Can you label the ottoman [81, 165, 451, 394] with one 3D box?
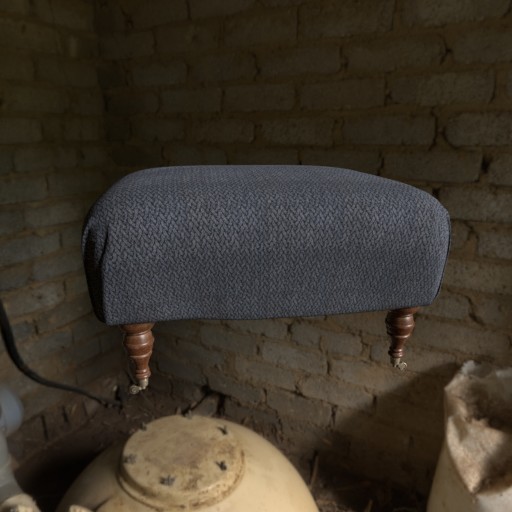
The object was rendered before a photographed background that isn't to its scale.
[{"bbox_3d":[0.000,0.000,1.136,0.747,0.450,0.622,-3,16,-9],"label":"ottoman"}]
